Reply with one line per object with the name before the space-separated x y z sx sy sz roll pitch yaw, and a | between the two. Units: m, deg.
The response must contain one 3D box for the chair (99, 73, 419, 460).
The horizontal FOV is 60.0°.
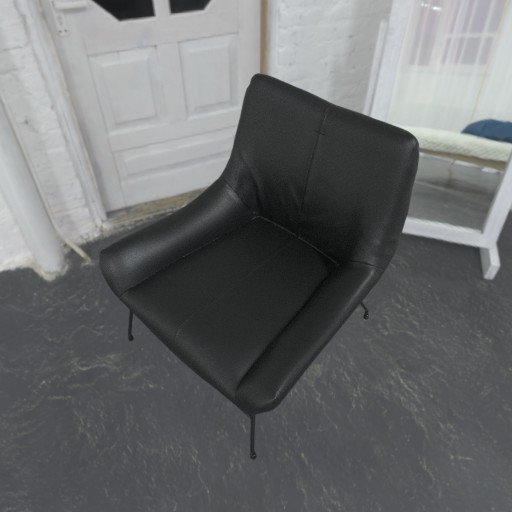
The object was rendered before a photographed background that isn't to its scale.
chair | 0.000 0.000 1.598 0.836 0.922 0.826 34 55 28
